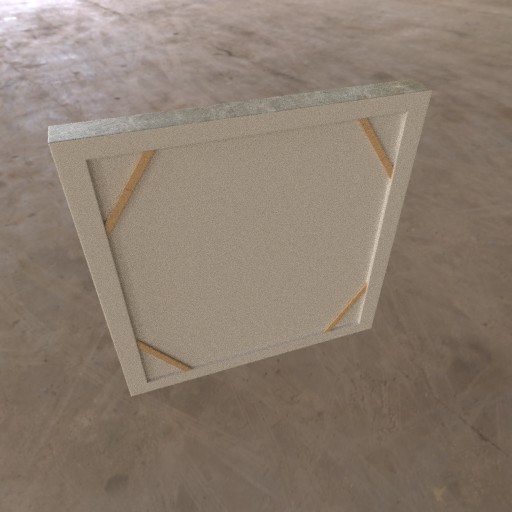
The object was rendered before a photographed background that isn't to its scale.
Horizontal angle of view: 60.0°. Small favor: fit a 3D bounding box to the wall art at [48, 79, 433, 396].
[{"bbox_3d":[0.000,0.000,0.591,0.405,0.407,0.038,-13,42,-14],"label":"wall art"}]
